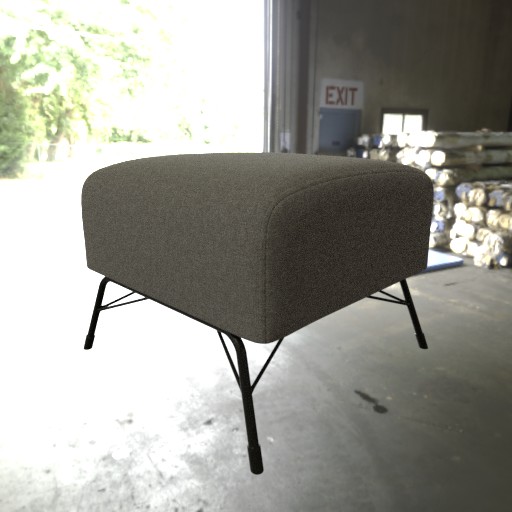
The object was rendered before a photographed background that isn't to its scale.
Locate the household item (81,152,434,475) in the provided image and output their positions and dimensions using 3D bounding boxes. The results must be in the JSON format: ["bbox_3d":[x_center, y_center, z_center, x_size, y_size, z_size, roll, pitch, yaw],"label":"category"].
[{"bbox_3d":[0.000,0.000,0.902,0.530,0.410,0.530,15,21,43],"label":"household item"}]
